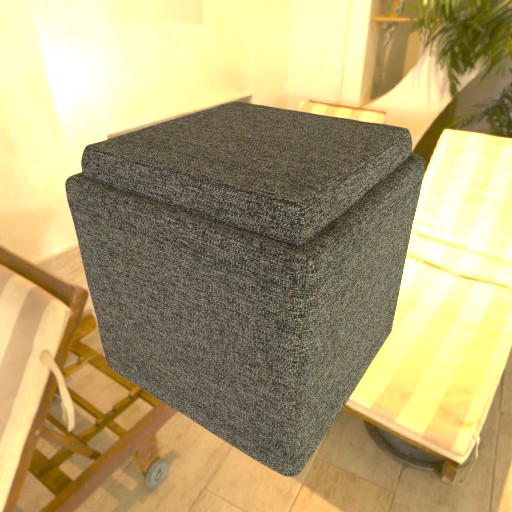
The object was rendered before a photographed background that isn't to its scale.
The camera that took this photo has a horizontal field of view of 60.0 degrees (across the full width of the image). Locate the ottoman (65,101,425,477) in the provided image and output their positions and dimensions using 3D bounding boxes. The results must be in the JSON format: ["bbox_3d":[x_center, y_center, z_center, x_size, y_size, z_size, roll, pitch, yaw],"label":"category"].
[{"bbox_3d":[0.000,0.000,0.827,0.450,0.463,0.450,20,36,29],"label":"ottoman"}]
